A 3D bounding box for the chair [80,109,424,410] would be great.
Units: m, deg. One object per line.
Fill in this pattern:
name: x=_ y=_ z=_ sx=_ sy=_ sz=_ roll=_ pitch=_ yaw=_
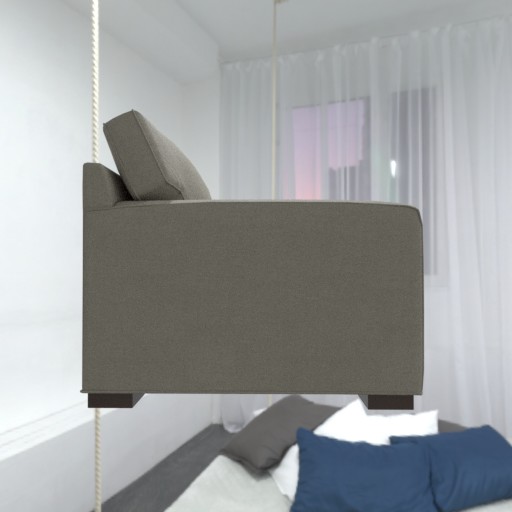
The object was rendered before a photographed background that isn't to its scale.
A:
chair: x=0.000 y=0.000 z=1.819 sx=1.044 sy=0.934 sz=0.999 roll=0 pitch=-1 yaw=1
